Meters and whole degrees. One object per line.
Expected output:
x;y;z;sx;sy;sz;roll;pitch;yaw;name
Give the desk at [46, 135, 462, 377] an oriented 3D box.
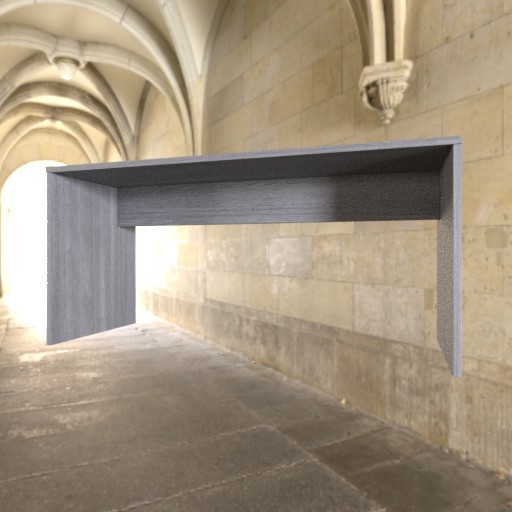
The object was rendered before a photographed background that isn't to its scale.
0.000;0.000;2.000;1.600;0.750;0.802;0;0;18;desk
